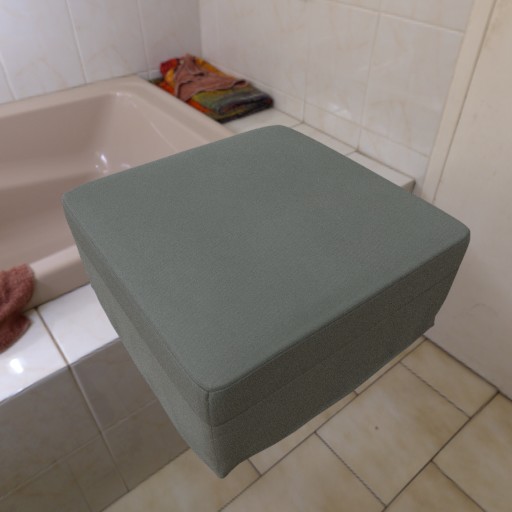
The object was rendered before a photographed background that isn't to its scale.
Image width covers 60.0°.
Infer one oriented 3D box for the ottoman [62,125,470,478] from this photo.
[{"bbox_3d":[0.000,0.000,1.322,0.843,0.441,0.842,-26,47,-27],"label":"ottoman"}]
